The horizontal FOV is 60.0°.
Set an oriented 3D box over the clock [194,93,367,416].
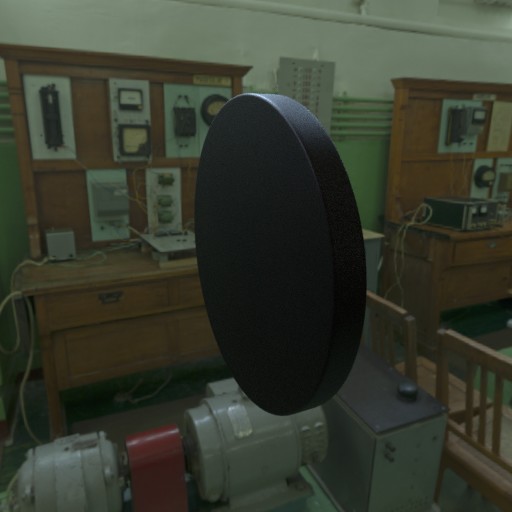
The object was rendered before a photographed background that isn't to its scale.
[{"bbox_3d":[0.000,0.000,0.456,0.029,0.314,0.314,-7,17,-25],"label":"clock"}]
